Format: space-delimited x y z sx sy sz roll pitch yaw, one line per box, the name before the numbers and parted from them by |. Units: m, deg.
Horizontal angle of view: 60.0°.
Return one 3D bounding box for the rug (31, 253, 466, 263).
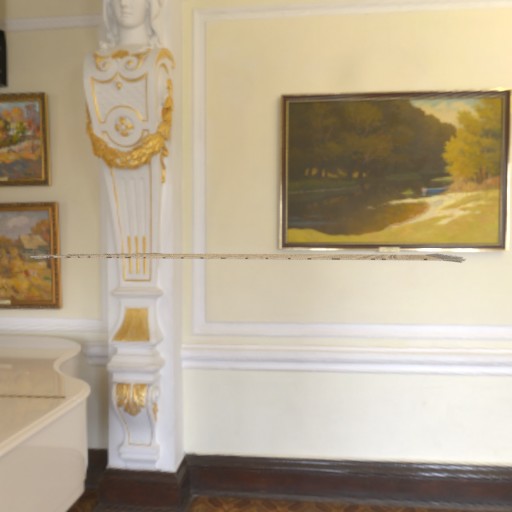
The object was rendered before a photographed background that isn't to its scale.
rug | 0.000 0.000 3.061 2.472 0.035 1.495 0 1 18
